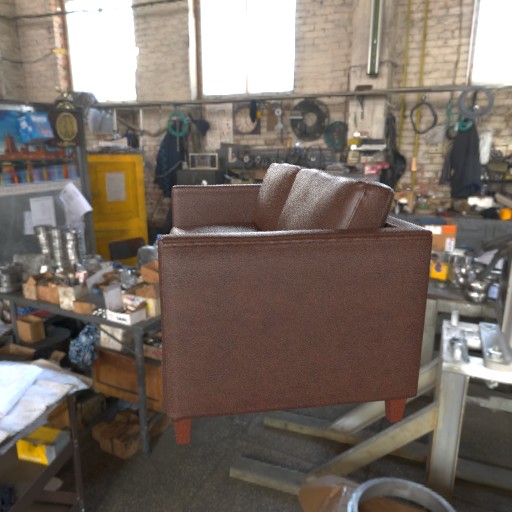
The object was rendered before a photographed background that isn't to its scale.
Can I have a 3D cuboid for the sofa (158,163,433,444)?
[{"bbox_3d":[0.000,0.000,2.374,0.951,0.933,1.883,-2,14,-9],"label":"sofa"}]
